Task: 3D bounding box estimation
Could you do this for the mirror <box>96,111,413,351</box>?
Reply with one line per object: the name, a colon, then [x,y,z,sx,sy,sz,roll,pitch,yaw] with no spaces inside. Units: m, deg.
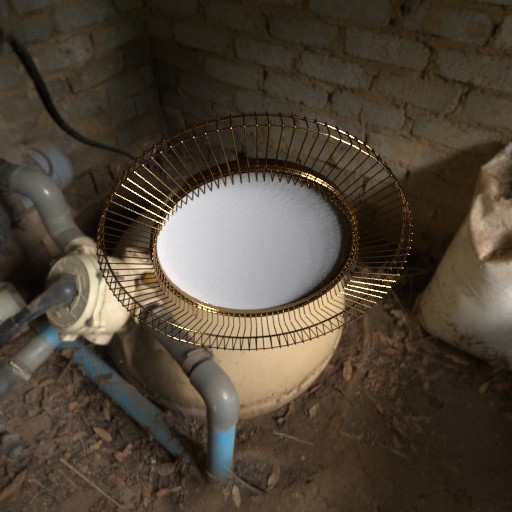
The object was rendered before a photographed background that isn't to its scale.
mirror: [0.000,0.000,1.033,0.703,0.703,0.067,-3,45,-3]
